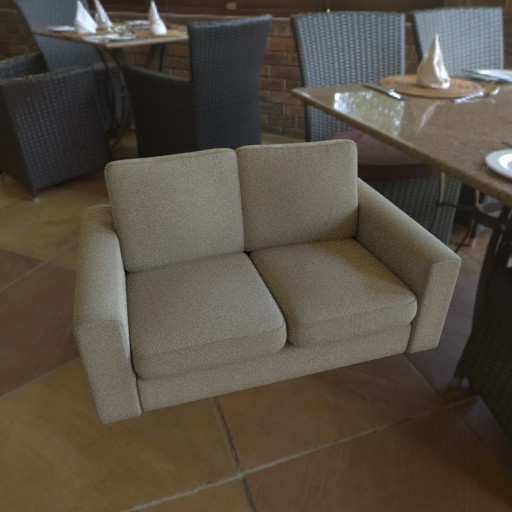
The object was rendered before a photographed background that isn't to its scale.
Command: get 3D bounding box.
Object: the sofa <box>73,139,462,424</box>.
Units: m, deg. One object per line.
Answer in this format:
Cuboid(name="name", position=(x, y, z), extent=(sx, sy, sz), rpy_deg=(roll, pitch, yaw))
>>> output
Cuboid(name="sofa", position=(0.000, 0.000, 2.175), extent=(1.616, 0.873, 1.016), rpy_deg=(-9, 33, -14))
